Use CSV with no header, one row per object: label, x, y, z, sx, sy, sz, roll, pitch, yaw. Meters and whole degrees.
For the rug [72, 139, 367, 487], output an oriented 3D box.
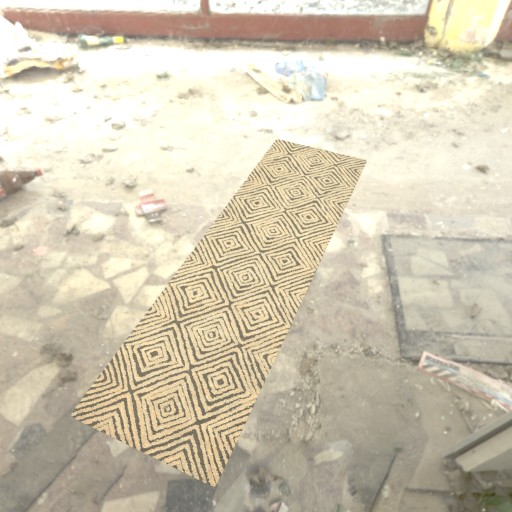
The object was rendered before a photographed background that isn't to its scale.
rug,0.000,0.000,2.448,0.676,0.008,2.277,18,49,16
